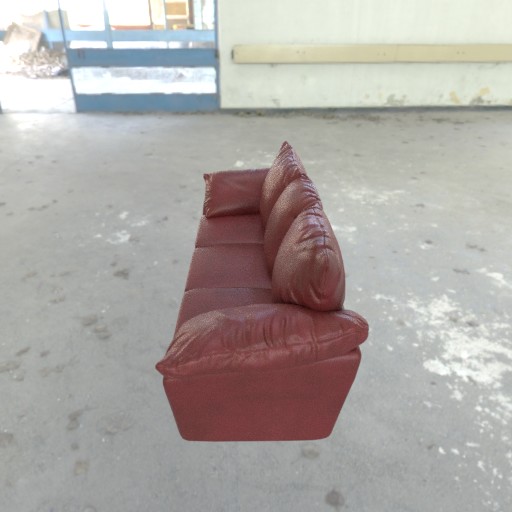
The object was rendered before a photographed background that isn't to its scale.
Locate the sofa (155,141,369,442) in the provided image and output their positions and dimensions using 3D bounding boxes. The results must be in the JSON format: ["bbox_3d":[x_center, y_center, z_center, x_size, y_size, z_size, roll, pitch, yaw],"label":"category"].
[{"bbox_3d":[0.000,0.000,2.875,0.907,1.091,2.390,-1,28,-1],"label":"sofa"}]
